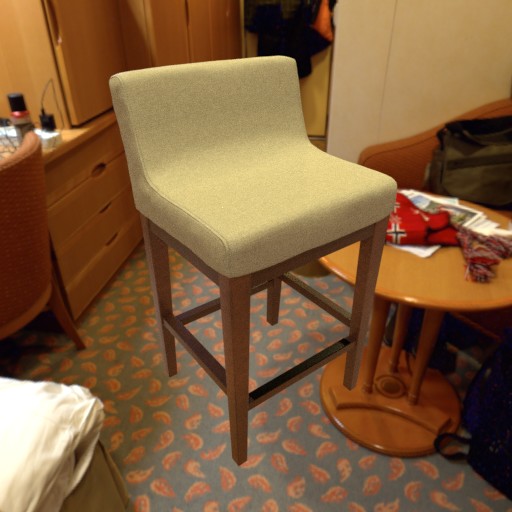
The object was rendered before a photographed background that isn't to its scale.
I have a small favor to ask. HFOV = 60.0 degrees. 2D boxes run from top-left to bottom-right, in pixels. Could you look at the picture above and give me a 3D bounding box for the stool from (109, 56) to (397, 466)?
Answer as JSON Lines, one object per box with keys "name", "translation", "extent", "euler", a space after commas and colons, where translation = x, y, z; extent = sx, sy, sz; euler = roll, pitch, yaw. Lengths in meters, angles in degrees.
{"name": "stool", "translation": [0.000, 0.000, 1.208], "extent": [0.511, 0.937, 0.500], "euler": [-21, 37, -31]}
